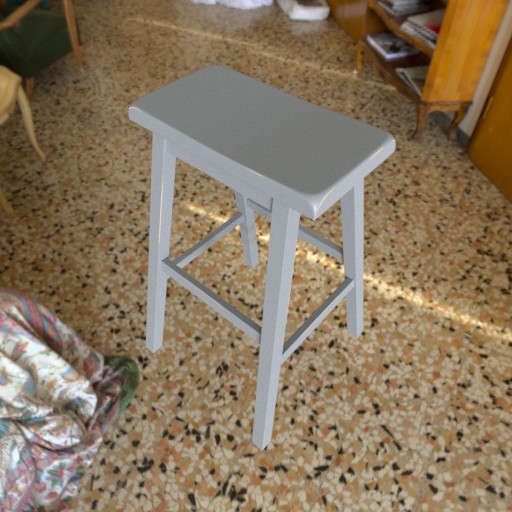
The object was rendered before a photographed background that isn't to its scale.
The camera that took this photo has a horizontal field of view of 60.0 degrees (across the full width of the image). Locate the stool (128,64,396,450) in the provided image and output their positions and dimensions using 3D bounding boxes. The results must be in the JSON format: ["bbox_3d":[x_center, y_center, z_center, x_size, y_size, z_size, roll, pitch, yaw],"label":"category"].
[{"bbox_3d":[0.000,0.000,1.073,0.457,0.737,0.476,33,55,27],"label":"stool"}]
